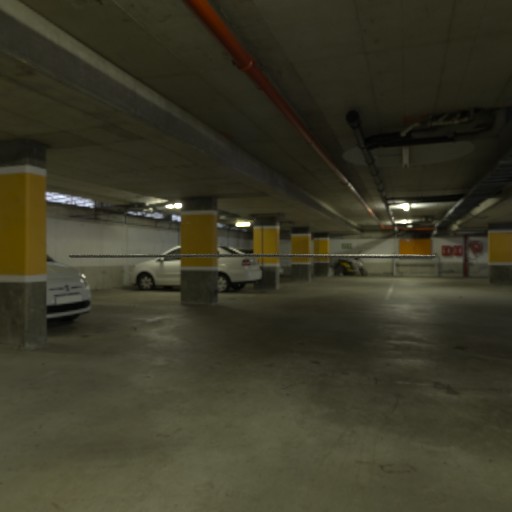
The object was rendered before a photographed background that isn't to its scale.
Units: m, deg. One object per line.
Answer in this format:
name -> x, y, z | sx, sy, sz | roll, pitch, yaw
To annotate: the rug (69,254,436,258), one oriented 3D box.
rug -> 0.000, 0.000, 2.283 | 1.159, 0.021, 1.789 | 0, 0, 1
